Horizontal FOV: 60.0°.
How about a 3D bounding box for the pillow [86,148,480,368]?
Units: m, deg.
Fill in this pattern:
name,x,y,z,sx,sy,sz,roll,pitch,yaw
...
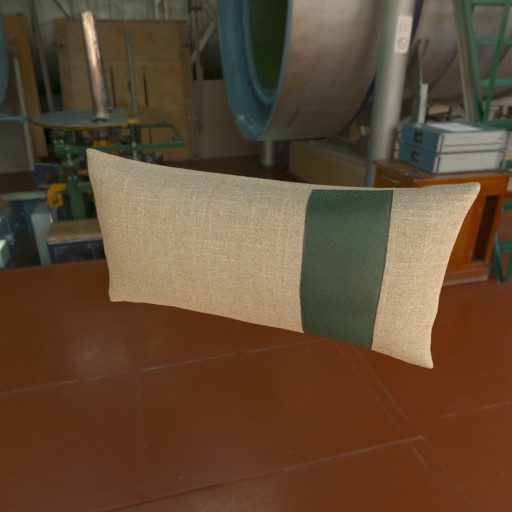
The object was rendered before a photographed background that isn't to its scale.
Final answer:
name,x,y,z,sx,sy,sz,roll,pitch,yaw
pillow,0.000,0.000,1.017,0.859,0.429,0.197,8,27,17
